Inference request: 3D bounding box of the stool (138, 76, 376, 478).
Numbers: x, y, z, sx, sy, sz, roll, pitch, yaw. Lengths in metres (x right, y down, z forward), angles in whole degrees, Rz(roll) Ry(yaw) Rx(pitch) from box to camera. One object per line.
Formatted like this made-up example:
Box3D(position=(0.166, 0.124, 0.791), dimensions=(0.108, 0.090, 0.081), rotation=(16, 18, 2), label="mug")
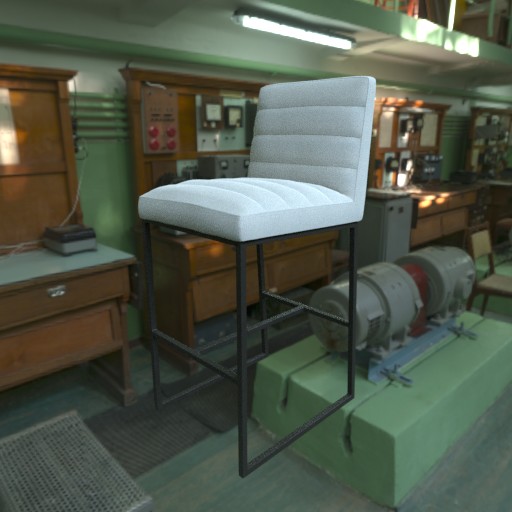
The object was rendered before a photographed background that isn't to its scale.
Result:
Box3D(position=(0.000, 0.000, 1.384), dimensions=(0.573, 1.061, 0.464), rotation=(-15, 22, -42), label="stool")
